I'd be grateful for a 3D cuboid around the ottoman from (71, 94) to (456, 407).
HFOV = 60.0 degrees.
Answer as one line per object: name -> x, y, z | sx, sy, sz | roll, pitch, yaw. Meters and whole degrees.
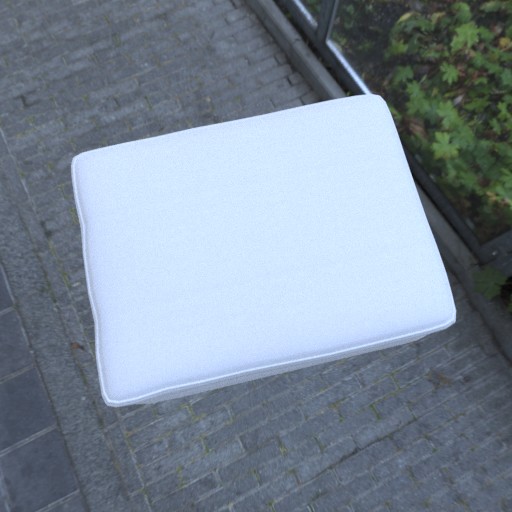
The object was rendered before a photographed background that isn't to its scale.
ottoman -> 0.000, 0.000, 1.211 | 0.818, 0.479, 0.634 | -13, 76, -3
